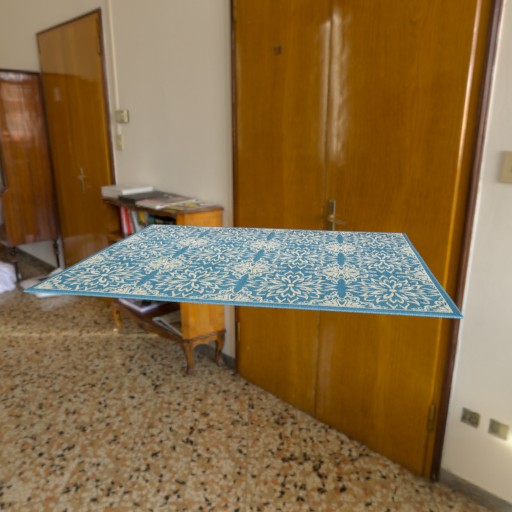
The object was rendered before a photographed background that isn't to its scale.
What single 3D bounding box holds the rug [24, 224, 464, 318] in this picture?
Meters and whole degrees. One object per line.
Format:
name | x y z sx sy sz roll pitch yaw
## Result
rug | 0.000 0.000 4.026 2.964 0.018 2.350 3 16 9
